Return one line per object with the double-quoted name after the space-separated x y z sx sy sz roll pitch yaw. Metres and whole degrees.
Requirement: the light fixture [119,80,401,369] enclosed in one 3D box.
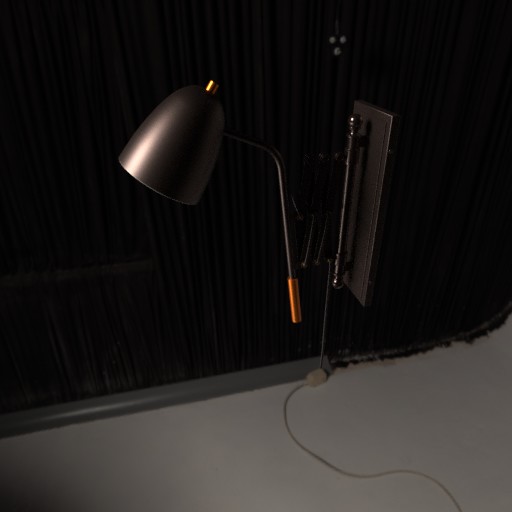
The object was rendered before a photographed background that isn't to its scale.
0.000 0.000 0.952 0.499 0.715 0.162 -8 31 -13 "light fixture"
